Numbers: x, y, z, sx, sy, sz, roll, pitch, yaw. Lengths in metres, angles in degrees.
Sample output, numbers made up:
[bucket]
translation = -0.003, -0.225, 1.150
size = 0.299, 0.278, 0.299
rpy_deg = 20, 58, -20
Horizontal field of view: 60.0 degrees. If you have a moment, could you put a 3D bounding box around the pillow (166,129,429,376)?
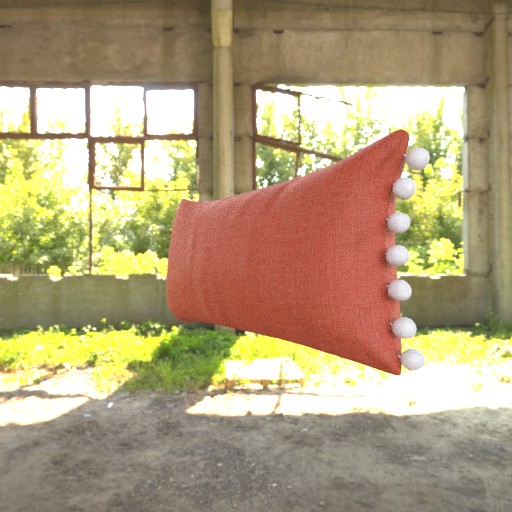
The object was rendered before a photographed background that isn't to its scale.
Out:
[pillow]
translation = 0.000, 0.000, 0.837
size = 0.201, 0.322, 0.709
rpy_deg = 1, -1, -35
